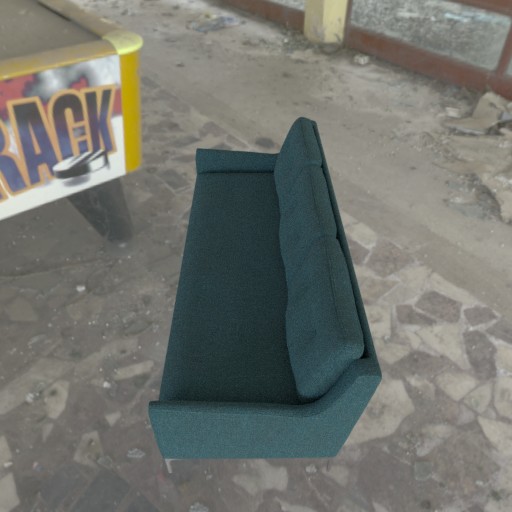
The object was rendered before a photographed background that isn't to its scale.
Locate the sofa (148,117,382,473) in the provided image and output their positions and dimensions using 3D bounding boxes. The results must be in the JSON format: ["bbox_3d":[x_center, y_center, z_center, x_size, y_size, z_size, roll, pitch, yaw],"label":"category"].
[{"bbox_3d":[0.000,0.000,2.489,0.849,0.837,2.060,0,41,0],"label":"sofa"}]
